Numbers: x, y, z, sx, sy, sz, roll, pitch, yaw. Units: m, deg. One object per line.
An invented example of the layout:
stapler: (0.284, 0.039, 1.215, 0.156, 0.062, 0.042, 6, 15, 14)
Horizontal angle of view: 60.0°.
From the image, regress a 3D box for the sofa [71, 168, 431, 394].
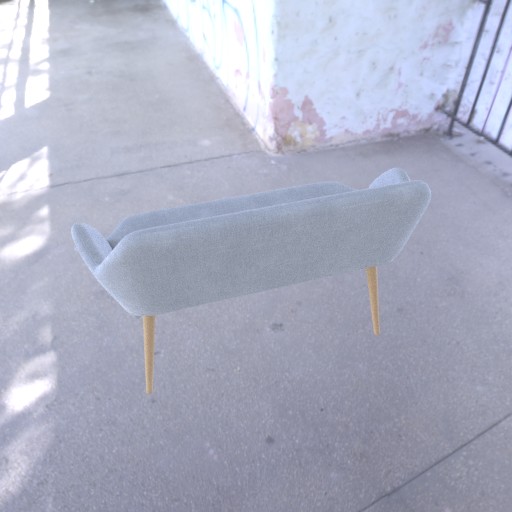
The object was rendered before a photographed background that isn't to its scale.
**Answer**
sofa: (0.000, 0.000, 1.581, 1.150, 0.840, 0.610, -12, 44, -12)
